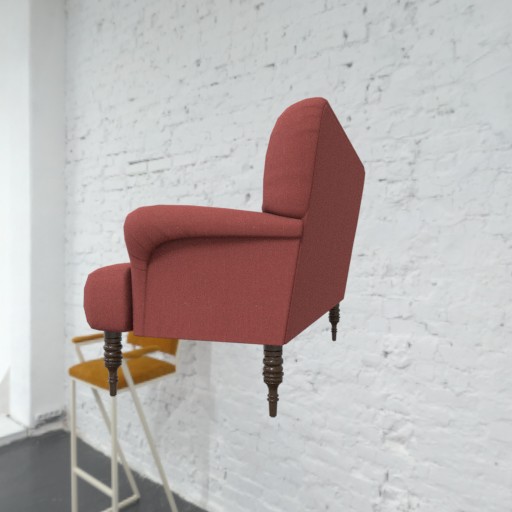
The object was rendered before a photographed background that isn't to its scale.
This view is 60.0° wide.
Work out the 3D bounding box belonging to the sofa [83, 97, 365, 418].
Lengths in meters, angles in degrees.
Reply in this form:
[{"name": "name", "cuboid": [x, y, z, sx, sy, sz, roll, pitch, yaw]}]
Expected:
[{"name": "sofa", "cuboid": [0.000, 0.000, 1.833, 0.779, 0.889, 1.297, 0, 1, 19]}]
